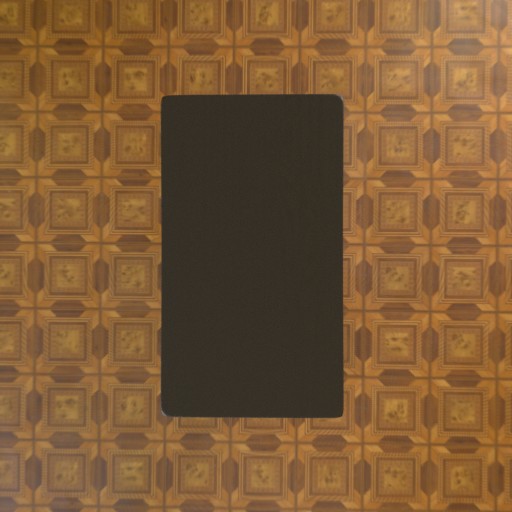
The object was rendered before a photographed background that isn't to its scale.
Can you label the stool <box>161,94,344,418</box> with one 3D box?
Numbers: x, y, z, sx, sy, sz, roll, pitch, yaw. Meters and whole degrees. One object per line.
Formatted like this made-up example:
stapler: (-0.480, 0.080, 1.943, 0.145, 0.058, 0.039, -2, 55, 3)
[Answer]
stool: (0.000, 0.000, 0.858, 0.322, 0.610, 0.406, 0, 90, 1)
